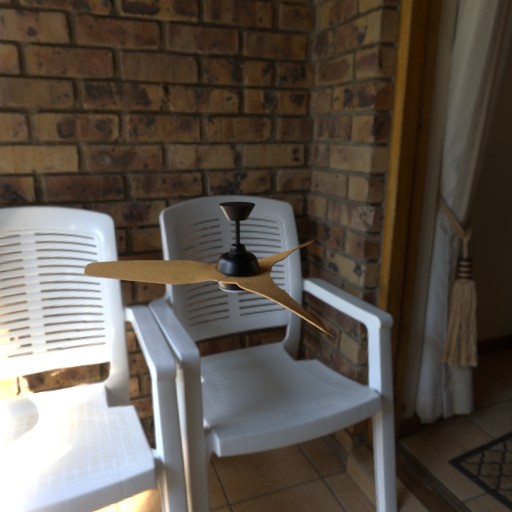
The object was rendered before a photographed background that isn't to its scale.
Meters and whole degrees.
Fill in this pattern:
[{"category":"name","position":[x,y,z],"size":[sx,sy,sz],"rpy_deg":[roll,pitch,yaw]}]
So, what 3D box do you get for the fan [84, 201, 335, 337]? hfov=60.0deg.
[{"category":"fan","position":[0.000,0.000,1.679],"size":[1.142,0.355,1.010],"rpy_deg":[-8,17,-26]}]
